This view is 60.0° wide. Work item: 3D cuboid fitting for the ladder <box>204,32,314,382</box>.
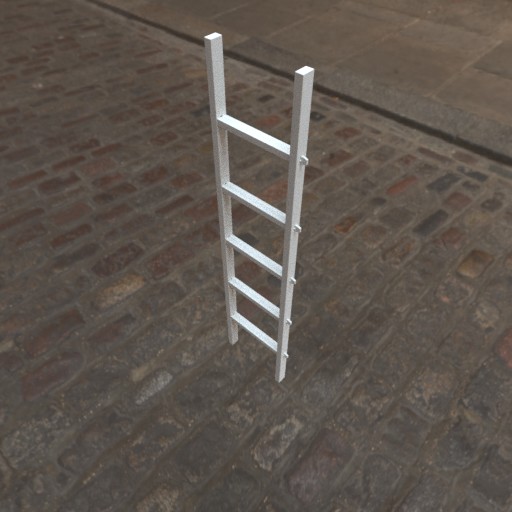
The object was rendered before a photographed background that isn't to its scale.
[{"bbox_3d":[0.000,0.000,1.992,0.452,1.797,0.051,33,55,27],"label":"ladder"}]
